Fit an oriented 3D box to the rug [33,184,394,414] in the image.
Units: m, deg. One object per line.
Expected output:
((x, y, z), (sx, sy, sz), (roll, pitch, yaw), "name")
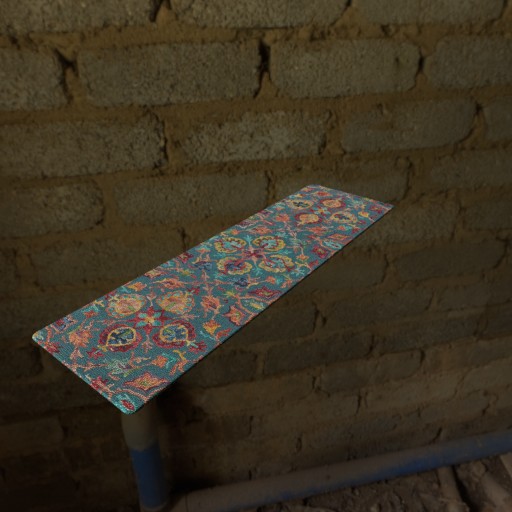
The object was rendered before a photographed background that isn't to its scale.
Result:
((0.000, 0.000, 2.505), (0.686, 0.013, 2.286), (22, 37, 32), "rug")
